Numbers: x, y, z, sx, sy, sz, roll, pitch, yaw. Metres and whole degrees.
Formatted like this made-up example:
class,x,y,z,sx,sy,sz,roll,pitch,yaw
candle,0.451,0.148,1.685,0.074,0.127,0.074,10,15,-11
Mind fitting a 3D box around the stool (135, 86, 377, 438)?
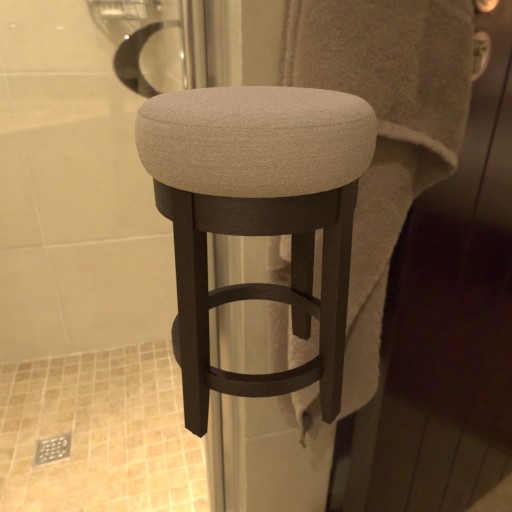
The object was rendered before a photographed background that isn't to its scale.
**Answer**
class,x,y,z,sx,sy,sz,roll,pitch,yaw
stool,0.000,0.000,0.951,0.443,0.672,0.443,0,26,0
